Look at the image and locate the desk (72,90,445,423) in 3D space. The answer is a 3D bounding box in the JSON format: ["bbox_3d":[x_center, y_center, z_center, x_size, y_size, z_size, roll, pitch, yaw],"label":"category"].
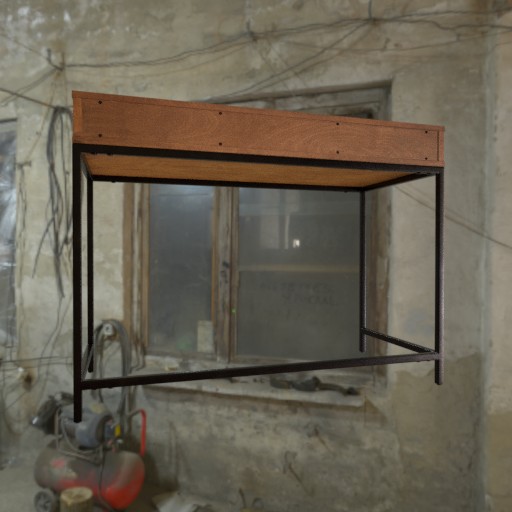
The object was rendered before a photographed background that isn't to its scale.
[{"bbox_3d":[0.000,0.000,1.382,1.016,0.762,0.470,0,1,-17],"label":"desk"}]
